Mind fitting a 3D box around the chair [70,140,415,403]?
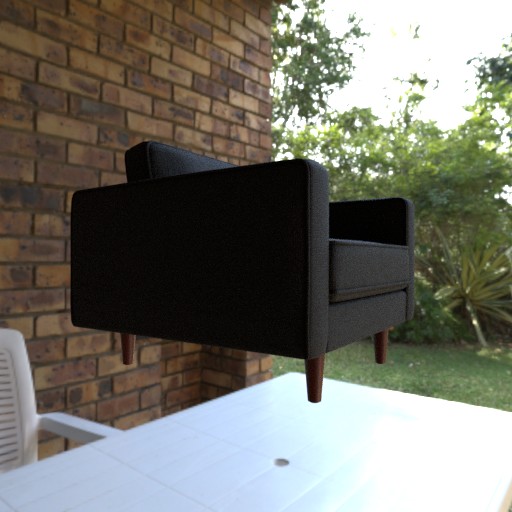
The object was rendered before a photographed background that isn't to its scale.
[{"bbox_3d":[0.000,0.000,1.583,0.919,0.770,0.899,0,-1,34],"label":"chair"}]
